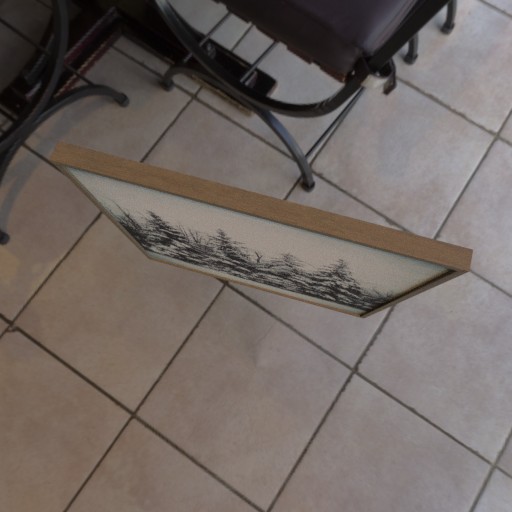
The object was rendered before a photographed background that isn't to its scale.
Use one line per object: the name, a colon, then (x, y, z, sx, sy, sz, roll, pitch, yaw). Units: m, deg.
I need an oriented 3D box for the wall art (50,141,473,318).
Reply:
wall art: (0.000, 0.000, 1.143, 0.758, 0.758, 0.039, 15, 77, 4)
